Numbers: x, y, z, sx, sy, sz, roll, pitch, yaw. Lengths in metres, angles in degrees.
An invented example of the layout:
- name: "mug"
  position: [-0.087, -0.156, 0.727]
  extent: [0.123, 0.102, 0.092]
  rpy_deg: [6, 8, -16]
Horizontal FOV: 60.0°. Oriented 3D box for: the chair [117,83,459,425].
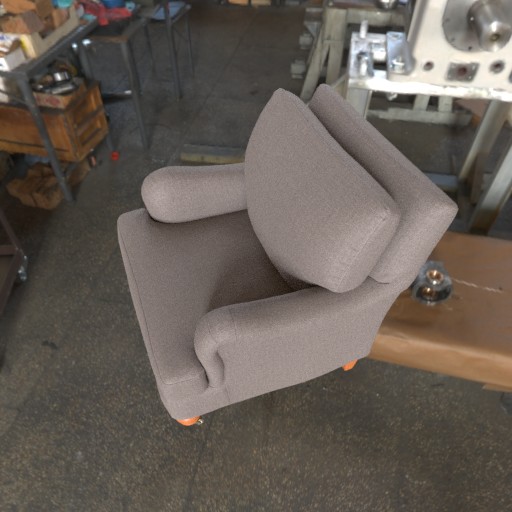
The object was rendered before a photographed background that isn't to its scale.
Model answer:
- name: "chair"
  position: [0.000, 0.000, 1.885]
  extent: [1.070, 1.038, 0.955]
  rpy_deg: [-16, 50, -14]
